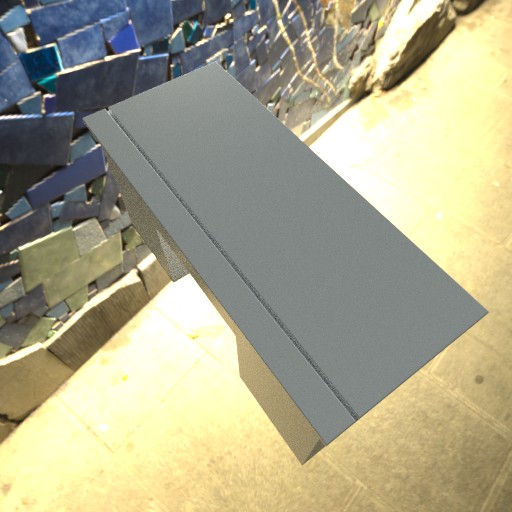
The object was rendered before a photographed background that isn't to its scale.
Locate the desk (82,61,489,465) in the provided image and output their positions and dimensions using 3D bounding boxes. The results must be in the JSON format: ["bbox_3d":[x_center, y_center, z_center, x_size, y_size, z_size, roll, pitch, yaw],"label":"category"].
[{"bbox_3d":[0.000,0.000,1.951,0.670,0.760,1.580,-31,63,-18],"label":"desk"}]
